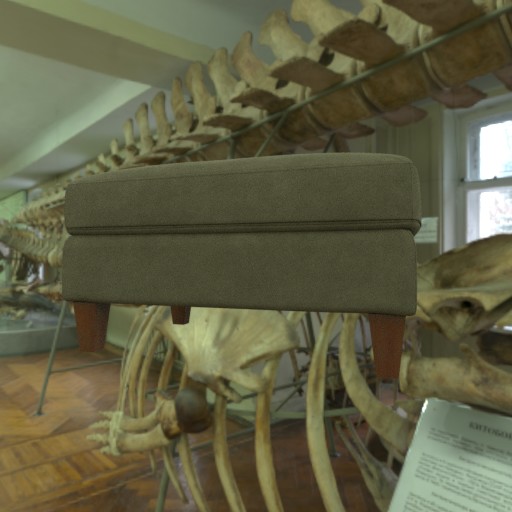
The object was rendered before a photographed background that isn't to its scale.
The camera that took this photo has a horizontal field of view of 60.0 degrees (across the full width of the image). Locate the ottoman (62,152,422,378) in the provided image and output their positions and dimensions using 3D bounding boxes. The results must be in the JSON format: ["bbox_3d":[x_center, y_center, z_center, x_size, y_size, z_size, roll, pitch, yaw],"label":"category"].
[{"bbox_3d":[0.000,0.000,1.238,0.864,0.483,0.584,0,0,19],"label":"ottoman"}]
